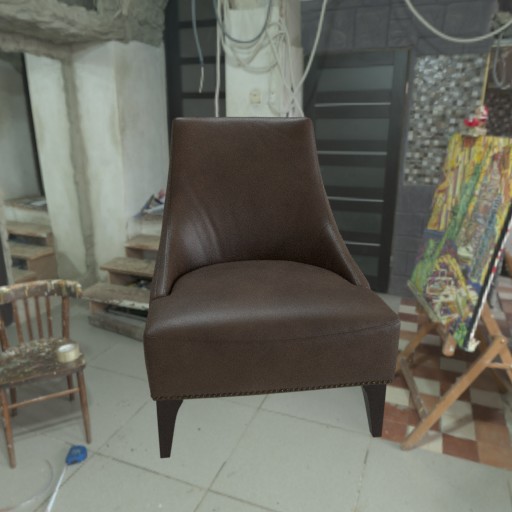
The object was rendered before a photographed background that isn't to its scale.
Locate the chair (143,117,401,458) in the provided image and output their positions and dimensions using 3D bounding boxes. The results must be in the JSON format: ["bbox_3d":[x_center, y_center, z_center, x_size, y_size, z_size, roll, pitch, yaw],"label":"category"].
[{"bbox_3d":[0.000,0.000,1.509,0.701,0.909,0.861,-2,17,-8],"label":"chair"}]
